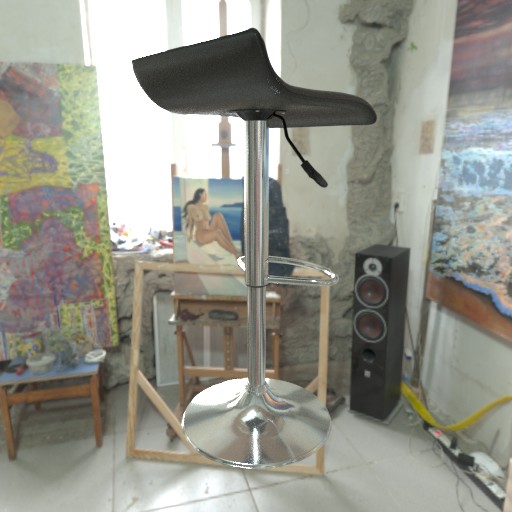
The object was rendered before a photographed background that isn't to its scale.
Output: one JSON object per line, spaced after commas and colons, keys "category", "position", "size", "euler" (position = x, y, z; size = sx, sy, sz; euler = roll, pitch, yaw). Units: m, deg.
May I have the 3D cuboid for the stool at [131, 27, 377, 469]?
{"category": "stool", "position": [0.000, 0.000, 1.034], "size": [0.381, 0.851, 0.381], "euler": [13, 19, 43]}
